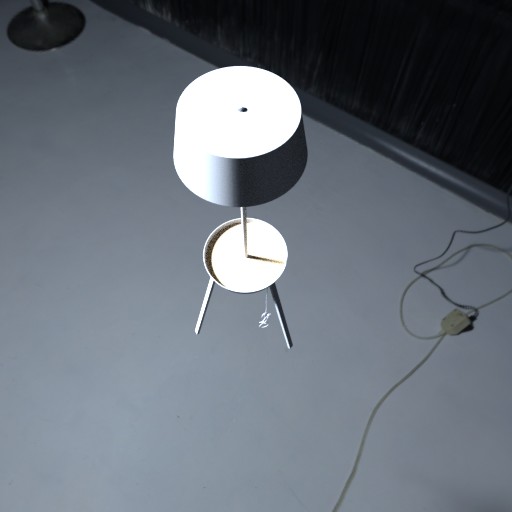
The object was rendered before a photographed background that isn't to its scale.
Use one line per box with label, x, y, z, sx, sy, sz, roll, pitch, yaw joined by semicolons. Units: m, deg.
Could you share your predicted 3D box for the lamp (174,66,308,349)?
lamp;0.000;0.000;1.680;0.468;1.429;0.508;35;68;17
